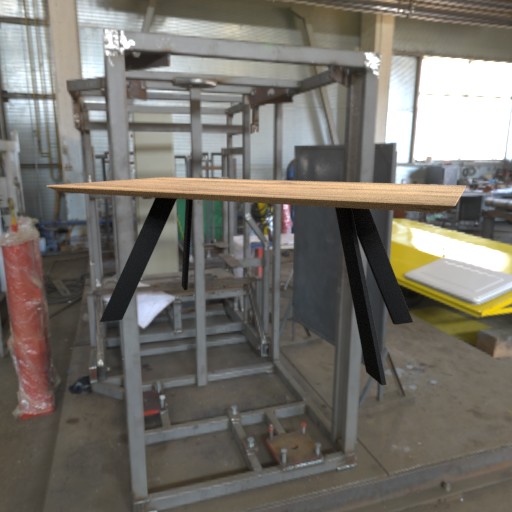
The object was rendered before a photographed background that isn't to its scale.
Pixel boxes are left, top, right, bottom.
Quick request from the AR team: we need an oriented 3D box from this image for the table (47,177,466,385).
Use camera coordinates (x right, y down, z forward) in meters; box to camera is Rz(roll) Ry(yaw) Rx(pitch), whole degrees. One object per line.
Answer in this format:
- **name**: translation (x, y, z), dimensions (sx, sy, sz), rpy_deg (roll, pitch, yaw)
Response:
- **table**: translation (0.000, 0.000, 2.447), dimensions (2.000, 0.770, 1.000), rpy_deg (6, 14, 26)
